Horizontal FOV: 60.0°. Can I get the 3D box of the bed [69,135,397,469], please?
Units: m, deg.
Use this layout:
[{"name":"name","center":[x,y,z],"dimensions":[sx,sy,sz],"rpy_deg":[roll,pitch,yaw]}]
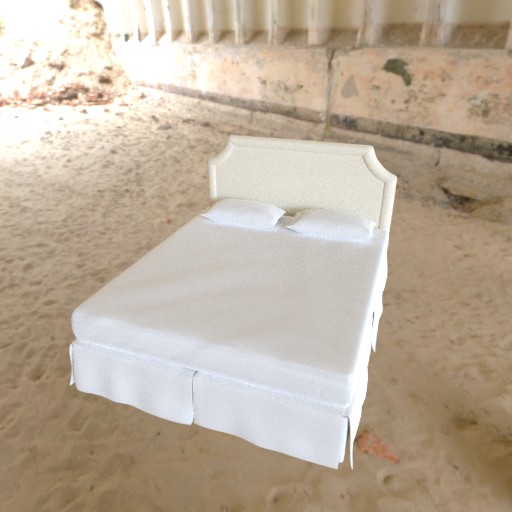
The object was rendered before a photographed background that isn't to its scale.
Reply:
[{"name":"bed","center":[0.000,0.000,4.110],"dimensions":[2.350,1.590,2.773],"rpy_deg":[9,28,18]}]
